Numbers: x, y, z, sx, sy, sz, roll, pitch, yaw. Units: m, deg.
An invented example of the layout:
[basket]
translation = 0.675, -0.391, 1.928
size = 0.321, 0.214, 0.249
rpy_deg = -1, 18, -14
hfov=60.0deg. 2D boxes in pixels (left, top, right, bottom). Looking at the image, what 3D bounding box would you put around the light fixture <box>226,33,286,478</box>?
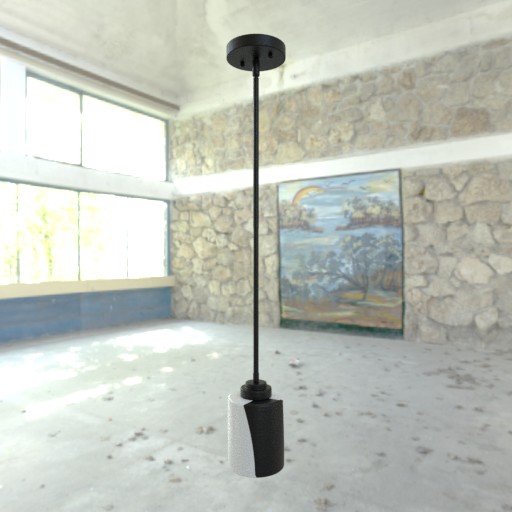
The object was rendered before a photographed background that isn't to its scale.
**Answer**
[light fixture]
translation = 0.000, 0.000, 0.921
size = 0.123, 0.863, 0.123
rpy_deg = 0, 0, 36
